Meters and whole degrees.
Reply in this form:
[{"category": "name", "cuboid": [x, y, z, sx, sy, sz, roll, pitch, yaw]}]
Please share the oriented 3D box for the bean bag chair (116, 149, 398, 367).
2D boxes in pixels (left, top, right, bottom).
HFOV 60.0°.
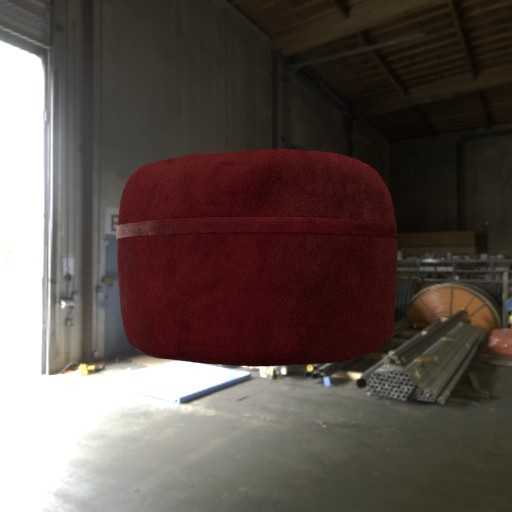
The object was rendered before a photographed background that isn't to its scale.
[{"category": "bean bag chair", "cuboid": [0.000, 0.000, 1.993, 1.219, 0.762, 1.219, 0, -1, 0]}]
